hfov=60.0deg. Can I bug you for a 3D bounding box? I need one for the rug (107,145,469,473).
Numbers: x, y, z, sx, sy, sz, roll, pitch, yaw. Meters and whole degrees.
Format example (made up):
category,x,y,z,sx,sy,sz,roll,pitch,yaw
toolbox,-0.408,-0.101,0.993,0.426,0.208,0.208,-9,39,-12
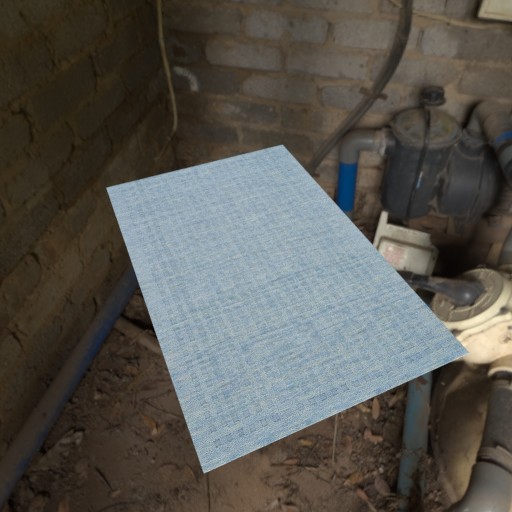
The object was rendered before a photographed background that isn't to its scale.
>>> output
category,x,y,z,sx,sy,sz,roll,pitch,yaw
rug,0.000,0.000,2.922,1.522,0.006,2.286,-18,48,-16
